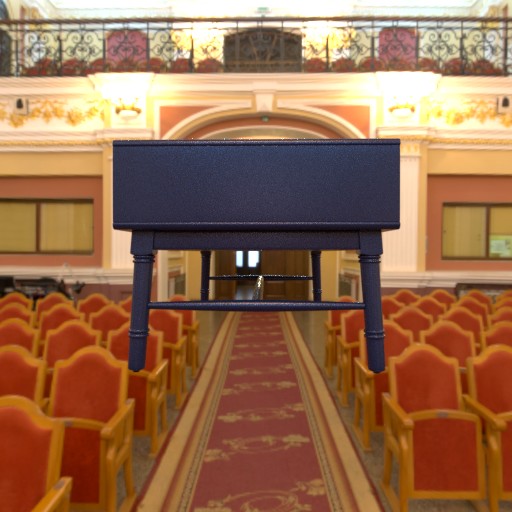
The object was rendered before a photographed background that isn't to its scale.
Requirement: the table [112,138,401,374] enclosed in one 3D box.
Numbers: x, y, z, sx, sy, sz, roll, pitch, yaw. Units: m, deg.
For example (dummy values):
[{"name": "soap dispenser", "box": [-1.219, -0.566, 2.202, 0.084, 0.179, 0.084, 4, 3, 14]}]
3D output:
[{"name": "table", "box": [0.000, 0.000, 1.380, 0.572, 0.457, 1.067, 0, 0, 1]}]
